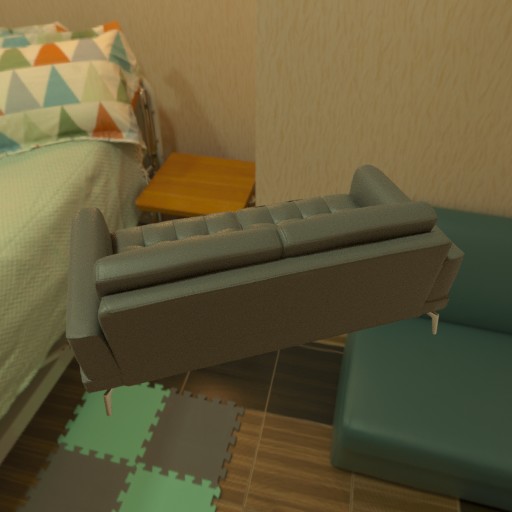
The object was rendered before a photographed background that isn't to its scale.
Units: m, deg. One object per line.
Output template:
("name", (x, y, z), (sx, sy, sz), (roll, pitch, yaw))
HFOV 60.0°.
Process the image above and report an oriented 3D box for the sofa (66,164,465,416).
("sofa", (0.000, 0.000, 2.719), (2.177, 0.930, 1.121), (-11, 42, -12))
